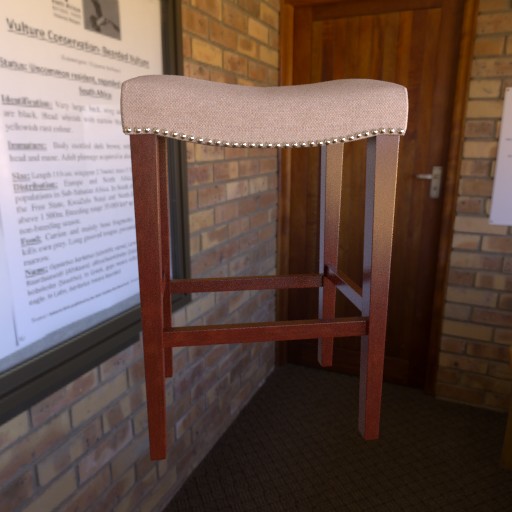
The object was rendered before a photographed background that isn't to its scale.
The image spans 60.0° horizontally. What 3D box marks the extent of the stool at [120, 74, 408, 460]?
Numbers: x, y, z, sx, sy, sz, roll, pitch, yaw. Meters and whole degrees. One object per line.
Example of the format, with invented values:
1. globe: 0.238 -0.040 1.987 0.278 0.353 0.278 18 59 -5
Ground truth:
1. stool: 0.000 0.000 1.004 0.504 0.742 0.372 -2 14 -8
